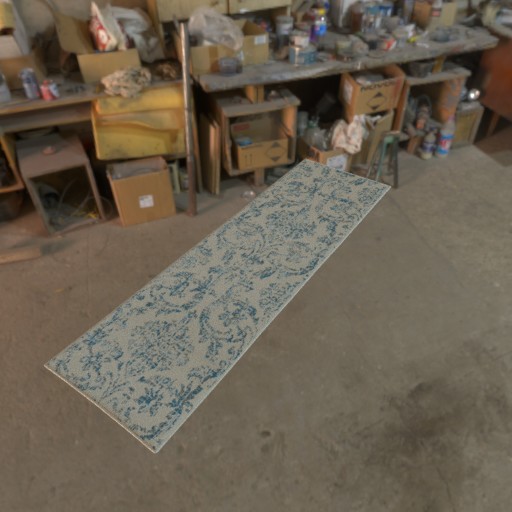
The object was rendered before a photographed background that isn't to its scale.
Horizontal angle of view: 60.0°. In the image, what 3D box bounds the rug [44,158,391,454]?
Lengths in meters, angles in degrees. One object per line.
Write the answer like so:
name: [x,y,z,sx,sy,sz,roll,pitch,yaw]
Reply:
rug: [0.000,0.000,2.417,0.662,0.011,2.196,25,47,26]
